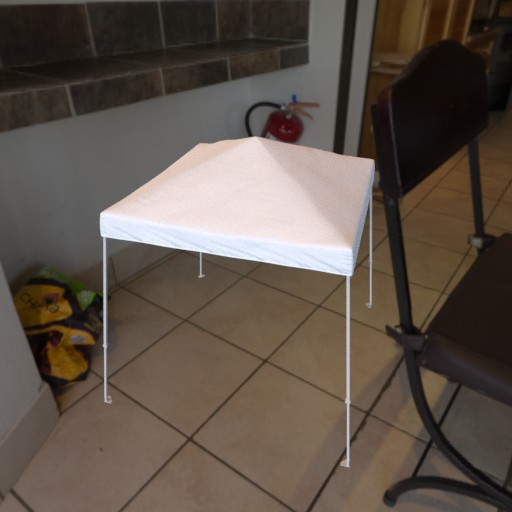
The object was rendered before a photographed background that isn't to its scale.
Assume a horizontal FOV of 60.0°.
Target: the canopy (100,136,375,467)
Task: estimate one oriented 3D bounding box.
[{"bbox_3d":[0.000,0.000,5.275,2.848,2.849,2.849,9,32,15],"label":"canopy"}]
